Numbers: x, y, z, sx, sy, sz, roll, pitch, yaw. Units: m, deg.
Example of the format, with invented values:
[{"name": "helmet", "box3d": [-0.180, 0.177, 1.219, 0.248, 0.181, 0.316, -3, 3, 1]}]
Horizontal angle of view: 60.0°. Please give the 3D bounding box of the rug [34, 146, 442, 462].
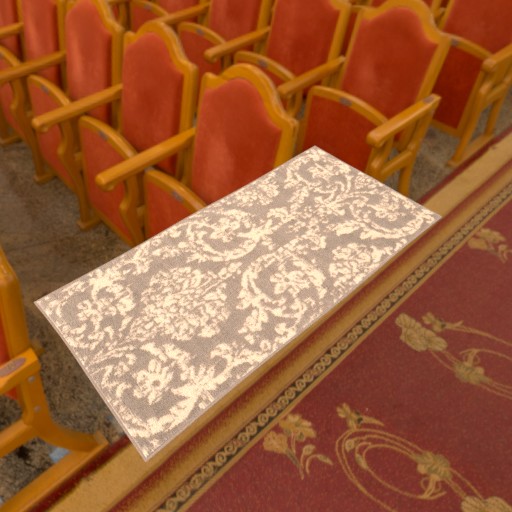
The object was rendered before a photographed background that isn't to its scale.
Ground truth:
[{"name": "rug", "box3d": [0.000, 0.000, 1.425, 1.219, 0.007, 0.604, -34, 55, -27]}]
